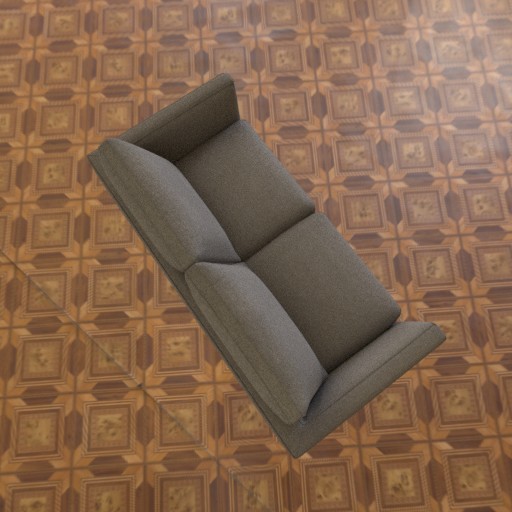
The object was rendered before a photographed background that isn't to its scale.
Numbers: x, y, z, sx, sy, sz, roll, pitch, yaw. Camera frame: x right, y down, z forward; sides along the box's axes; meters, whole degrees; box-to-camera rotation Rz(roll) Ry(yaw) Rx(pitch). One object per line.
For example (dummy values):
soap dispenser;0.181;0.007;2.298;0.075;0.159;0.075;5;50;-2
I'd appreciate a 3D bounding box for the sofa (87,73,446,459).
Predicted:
sofa;0.000;0.000;2.134;0.803;0.924;1.594;-35;77;-9
